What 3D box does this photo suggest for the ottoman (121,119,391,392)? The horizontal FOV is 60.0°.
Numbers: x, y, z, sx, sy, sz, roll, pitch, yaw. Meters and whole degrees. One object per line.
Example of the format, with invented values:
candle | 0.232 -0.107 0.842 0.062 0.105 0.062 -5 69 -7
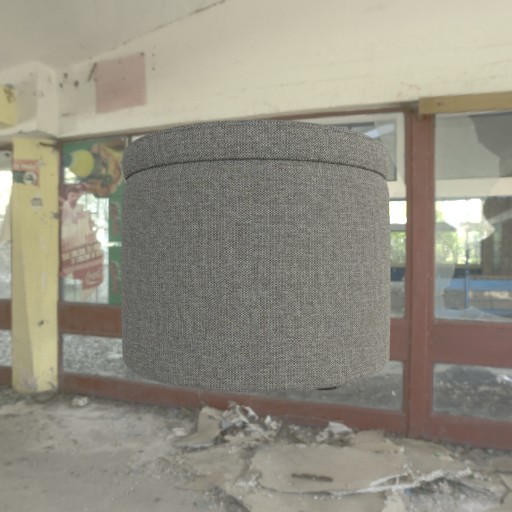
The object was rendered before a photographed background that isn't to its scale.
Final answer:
ottoman | 0.000 0.000 0.895 0.520 0.430 0.520 0 0 0
